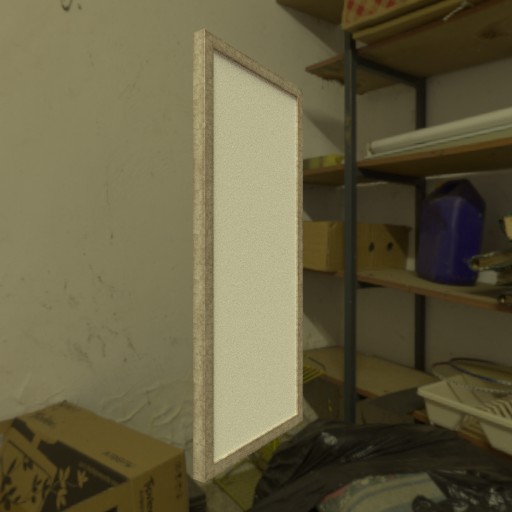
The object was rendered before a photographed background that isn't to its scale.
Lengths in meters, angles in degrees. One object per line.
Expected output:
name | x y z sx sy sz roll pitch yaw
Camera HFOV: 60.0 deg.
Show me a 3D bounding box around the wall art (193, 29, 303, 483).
wall art | 0.000 0.000 1.703 0.051 1.461 0.648 0 0 35
